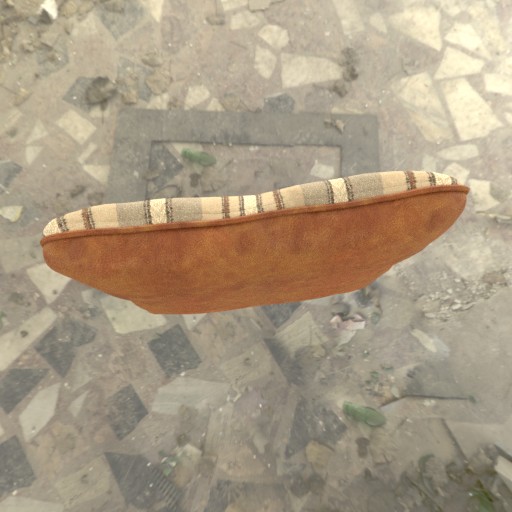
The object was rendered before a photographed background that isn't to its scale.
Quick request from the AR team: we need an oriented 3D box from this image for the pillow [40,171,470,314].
[{"bbox_3d":[0.000,0.000,0.710,0.489,0.490,0.130,-7,77,-2],"label":"pillow"}]
